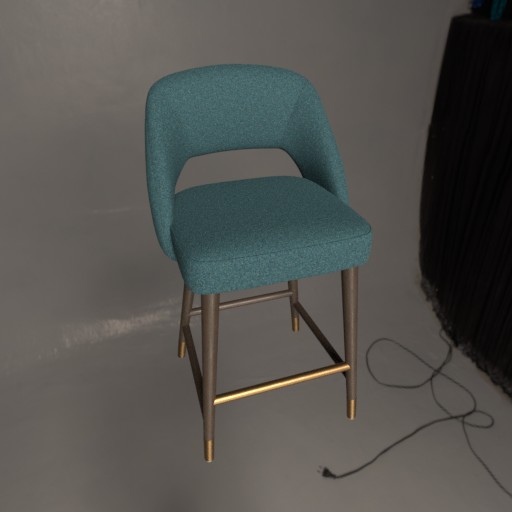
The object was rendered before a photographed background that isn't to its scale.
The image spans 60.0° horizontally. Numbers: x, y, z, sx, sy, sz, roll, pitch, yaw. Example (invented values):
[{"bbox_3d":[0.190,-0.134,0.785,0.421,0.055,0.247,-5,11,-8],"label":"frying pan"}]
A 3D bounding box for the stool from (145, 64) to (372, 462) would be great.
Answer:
[{"bbox_3d":[0.000,0.000,1.243,0.536,0.939,0.522,-10,32,-16],"label":"stool"}]
